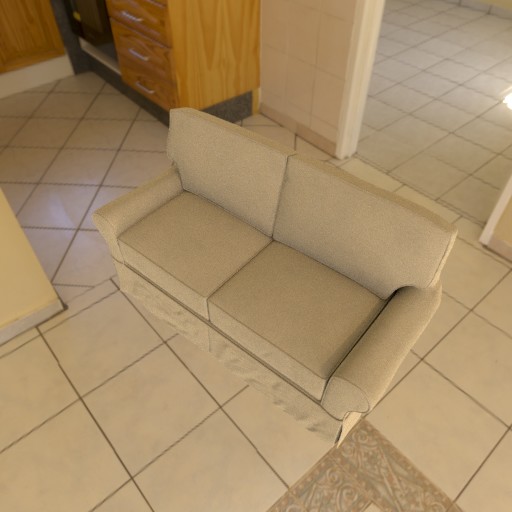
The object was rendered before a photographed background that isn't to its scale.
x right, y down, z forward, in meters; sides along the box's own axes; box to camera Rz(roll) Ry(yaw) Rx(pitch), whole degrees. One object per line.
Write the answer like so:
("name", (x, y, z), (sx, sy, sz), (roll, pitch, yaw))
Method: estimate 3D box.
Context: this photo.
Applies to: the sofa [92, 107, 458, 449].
("sofa", (0.000, 0.000, 2.384), (1.823, 1.024, 0.841), (30, 53, 26))
